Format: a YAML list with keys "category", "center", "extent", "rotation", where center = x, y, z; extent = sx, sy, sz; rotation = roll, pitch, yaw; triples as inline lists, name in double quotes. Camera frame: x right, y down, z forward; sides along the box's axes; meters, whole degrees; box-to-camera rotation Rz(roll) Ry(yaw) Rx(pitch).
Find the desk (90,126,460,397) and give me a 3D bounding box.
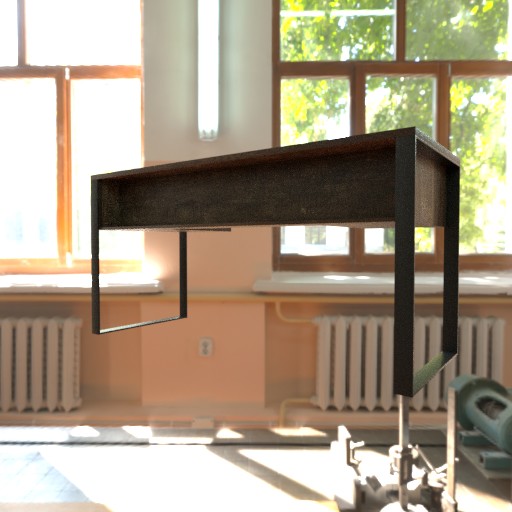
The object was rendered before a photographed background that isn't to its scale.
- category: "desk"
  center: [0.000, 0.000, 1.932]
  extent: [1.524, 0.762, 0.599]
  rotation: [1, 2, 36]
